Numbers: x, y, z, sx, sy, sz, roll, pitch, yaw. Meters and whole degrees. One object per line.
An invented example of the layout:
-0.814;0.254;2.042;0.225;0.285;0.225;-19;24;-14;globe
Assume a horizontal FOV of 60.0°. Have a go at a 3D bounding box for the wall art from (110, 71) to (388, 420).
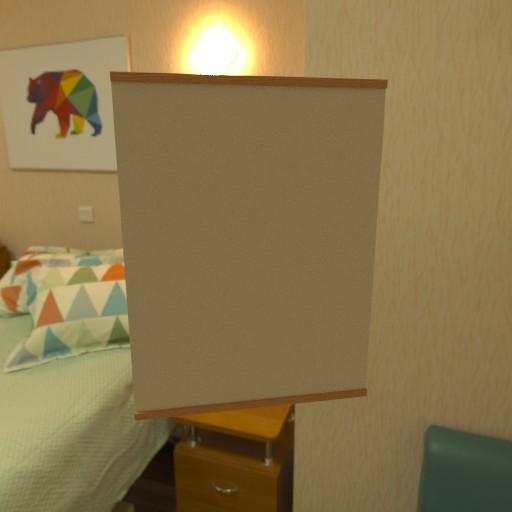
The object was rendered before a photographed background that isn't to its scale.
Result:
0.000;0.000;0.797;0.458;0.605;0.011;-3;14;-10;wall art
